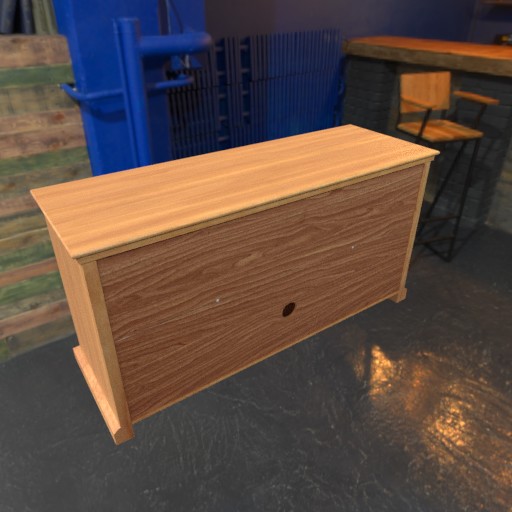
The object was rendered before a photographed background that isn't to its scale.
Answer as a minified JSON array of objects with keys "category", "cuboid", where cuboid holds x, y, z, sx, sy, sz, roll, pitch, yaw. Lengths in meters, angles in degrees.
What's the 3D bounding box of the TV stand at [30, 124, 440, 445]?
[{"category":"TV stand","cuboid":[0.000,0.000,1.469,1.181,0.607,0.417,-19,36,-29]}]
